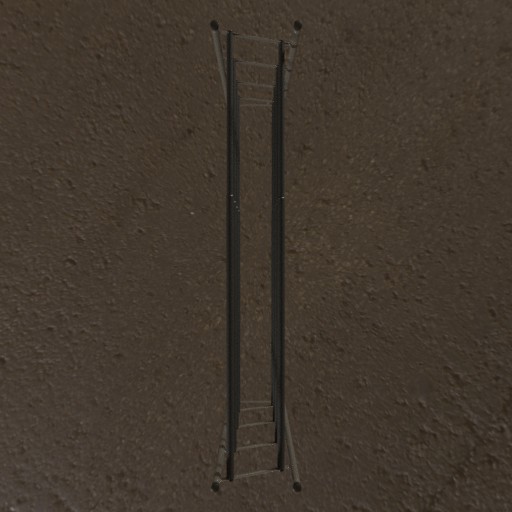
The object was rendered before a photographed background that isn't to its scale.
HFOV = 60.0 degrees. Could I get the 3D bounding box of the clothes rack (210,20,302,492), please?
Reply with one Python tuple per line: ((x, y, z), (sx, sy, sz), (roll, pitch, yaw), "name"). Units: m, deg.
((0.000, 0.000, 1.427), (0.229, 0.672, 1.168), (0, 91, 0), "clothes rack")
